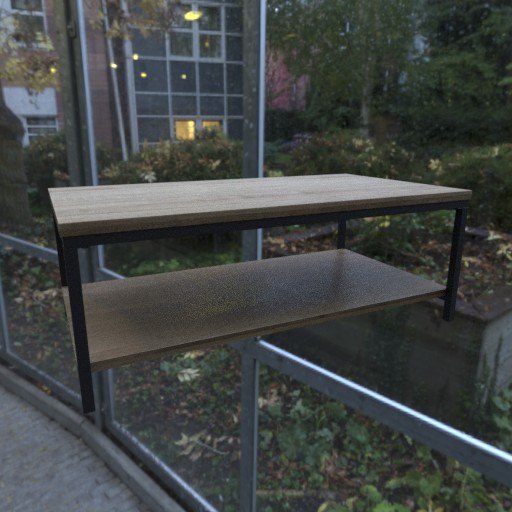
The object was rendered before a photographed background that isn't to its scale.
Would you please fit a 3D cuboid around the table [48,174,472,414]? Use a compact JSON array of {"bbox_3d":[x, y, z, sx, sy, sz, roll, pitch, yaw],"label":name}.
[{"bbox_3d":[0.000,0.000,1.312,1.062,0.393,0.574,-7,17,-25],"label":"table"}]
